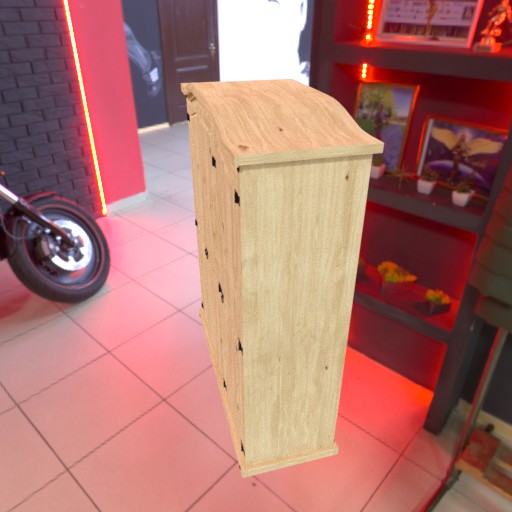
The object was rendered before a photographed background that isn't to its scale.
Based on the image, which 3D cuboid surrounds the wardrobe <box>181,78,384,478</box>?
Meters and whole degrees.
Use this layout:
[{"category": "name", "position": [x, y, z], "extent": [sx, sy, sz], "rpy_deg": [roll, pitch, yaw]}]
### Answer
[{"category": "wardrobe", "position": [0.000, 0.000, 2.625], "extent": [0.570, 1.870, 1.500], "rpy_deg": [-8, 31, -13]}]
